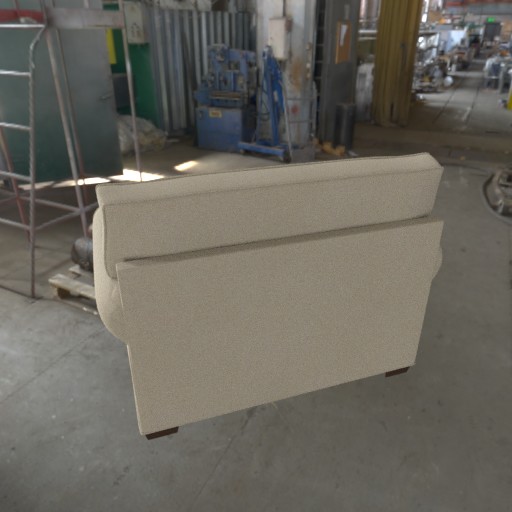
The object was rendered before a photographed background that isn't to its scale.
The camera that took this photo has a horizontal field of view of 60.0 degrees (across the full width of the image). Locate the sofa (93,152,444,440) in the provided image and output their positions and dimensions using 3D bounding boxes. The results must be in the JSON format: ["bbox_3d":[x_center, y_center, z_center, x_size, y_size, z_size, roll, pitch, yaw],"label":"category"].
[{"bbox_3d":[0.000,0.000,2.059,1.405,1.006,0.937,-9,28,-17],"label":"sofa"}]
